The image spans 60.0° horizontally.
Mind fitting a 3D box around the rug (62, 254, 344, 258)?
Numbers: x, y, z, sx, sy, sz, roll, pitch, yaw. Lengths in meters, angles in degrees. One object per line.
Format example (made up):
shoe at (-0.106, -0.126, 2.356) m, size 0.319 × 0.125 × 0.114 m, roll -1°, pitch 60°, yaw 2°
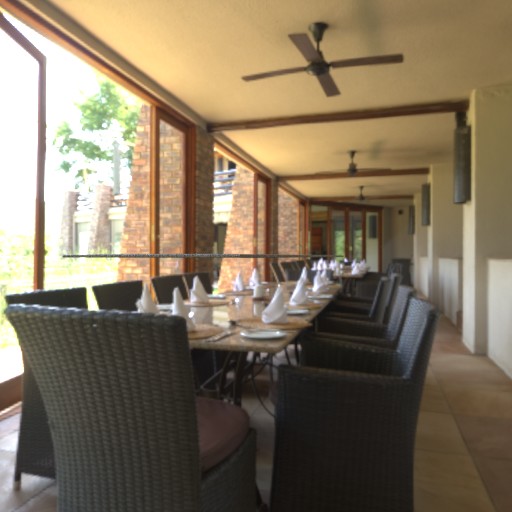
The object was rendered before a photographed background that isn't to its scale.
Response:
rug at (0.000, 0.000, 2.043) m, size 0.553 × 0.012 × 1.827 m, roll 0°, pitch 0°, yaw 19°
